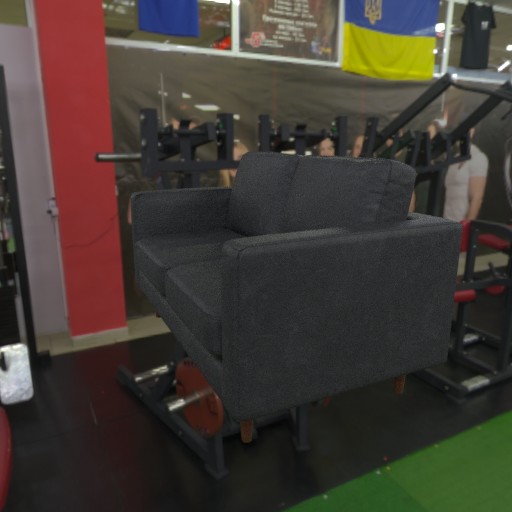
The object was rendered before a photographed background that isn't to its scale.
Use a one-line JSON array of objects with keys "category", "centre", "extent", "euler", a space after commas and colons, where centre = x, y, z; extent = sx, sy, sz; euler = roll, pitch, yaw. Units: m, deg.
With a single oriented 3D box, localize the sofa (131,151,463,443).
[{"category": "sofa", "centre": [0.000, 0.000, 2.000], "extent": [0.879, 0.899, 1.430], "euler": [-7, 16, -25]}]
